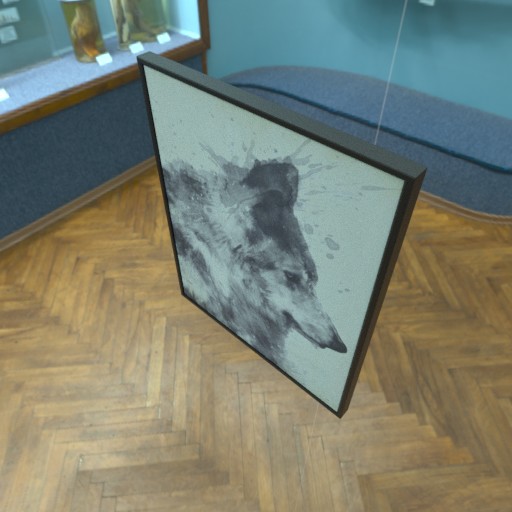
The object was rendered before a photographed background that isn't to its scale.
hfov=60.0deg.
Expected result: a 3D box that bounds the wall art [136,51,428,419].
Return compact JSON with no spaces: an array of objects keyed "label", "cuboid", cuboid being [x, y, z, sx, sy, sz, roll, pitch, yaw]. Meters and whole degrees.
[{"label":"wall art","cuboid":[0.000,0.000,0.750,0.451,0.551,0.028,33,54,28]}]
